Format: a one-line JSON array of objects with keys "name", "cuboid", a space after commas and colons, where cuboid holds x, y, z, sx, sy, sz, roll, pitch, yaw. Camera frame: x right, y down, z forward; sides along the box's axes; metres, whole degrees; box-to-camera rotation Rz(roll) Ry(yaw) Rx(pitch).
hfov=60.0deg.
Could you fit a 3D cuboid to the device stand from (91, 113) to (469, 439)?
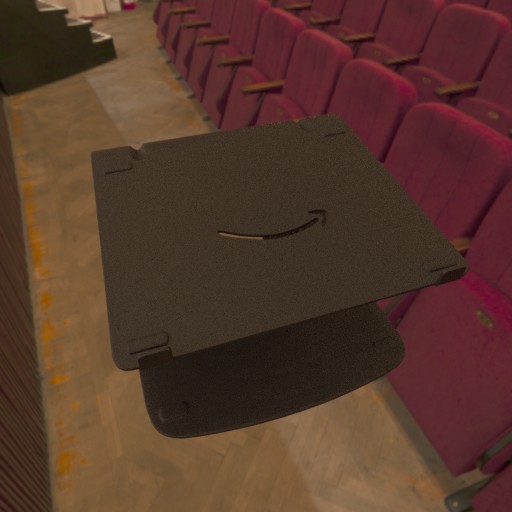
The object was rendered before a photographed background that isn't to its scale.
[{"name": "device stand", "cuboid": [0.000, 0.000, 0.398, 0.256, 0.155, 0.236, -13, 43, -15]}]
